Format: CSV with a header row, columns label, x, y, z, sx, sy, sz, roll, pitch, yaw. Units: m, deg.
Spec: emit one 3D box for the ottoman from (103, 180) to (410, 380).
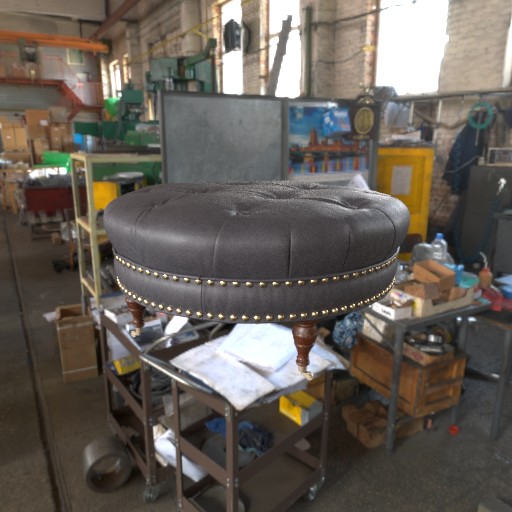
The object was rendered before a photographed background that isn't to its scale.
label,x,y,z,sx,sy,sz,roll,pitch,yaw
ottoman,0.000,0.000,1.403,0.901,0.439,0.901,0,15,0
